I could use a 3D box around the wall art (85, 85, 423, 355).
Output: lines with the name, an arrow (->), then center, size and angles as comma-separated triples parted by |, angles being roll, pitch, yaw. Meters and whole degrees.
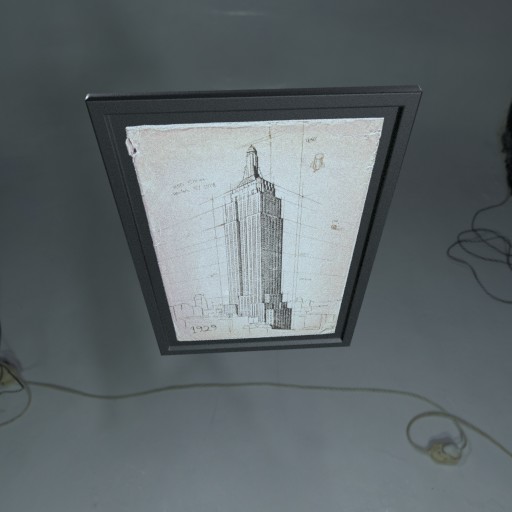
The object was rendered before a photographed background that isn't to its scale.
wall art -> 0.000, 0.000, 0.558 | 0.303, 0.431, 0.013 | -2, 47, -2
